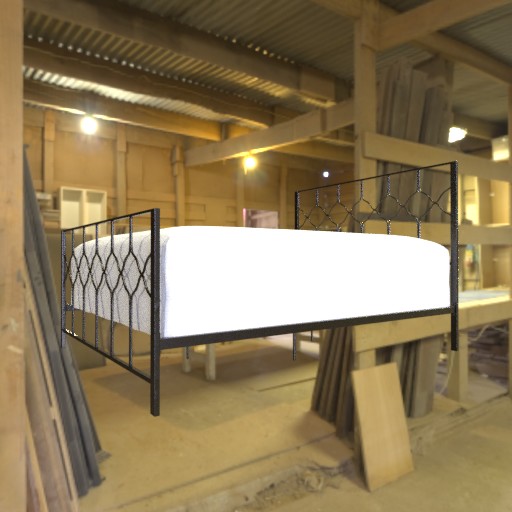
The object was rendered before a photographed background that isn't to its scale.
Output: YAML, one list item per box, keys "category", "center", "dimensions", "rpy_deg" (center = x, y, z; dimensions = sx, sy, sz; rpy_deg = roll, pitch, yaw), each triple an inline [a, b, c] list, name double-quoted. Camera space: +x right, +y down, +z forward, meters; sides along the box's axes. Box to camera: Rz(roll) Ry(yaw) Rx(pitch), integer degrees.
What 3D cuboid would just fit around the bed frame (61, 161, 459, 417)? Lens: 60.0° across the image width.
- category: "bed frame"
  center: [0.000, 0.000, 2.909]
  dimensions: [2.063, 1.222, 1.597]
  rpy_deg: [0, -1, -35]
